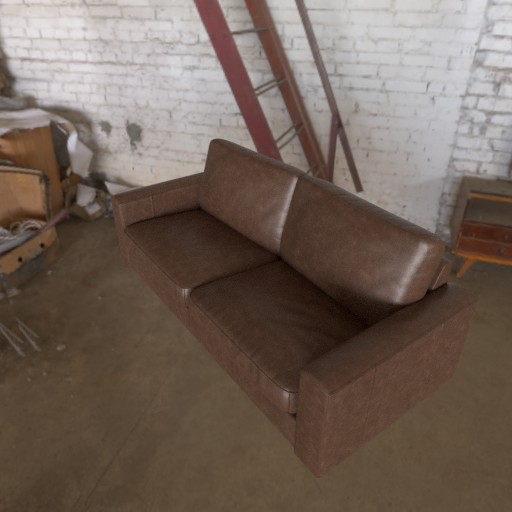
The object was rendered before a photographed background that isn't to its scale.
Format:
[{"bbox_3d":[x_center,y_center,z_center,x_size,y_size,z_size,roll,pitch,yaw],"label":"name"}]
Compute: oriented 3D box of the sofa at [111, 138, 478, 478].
[{"bbox_3d":[0.000,0.000,2.635,1.016,0.873,2.179,-21,38,-30],"label":"sofa"}]
